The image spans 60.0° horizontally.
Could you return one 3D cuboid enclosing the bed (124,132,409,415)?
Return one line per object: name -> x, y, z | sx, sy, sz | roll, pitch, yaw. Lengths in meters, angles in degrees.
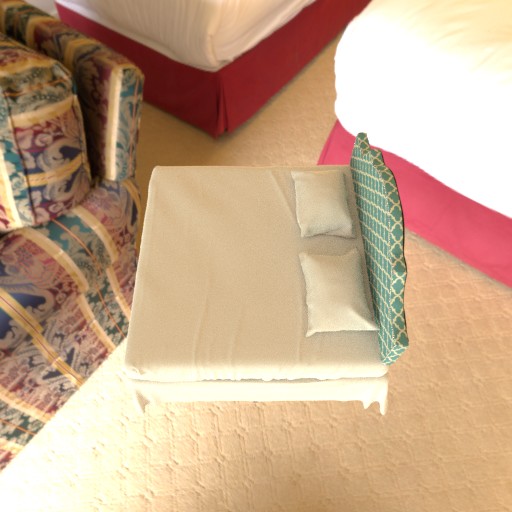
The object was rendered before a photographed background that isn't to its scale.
bed -> 0.000, 0.000, 3.721 | 2.222, 1.601, 2.314 | 0, 58, 0
